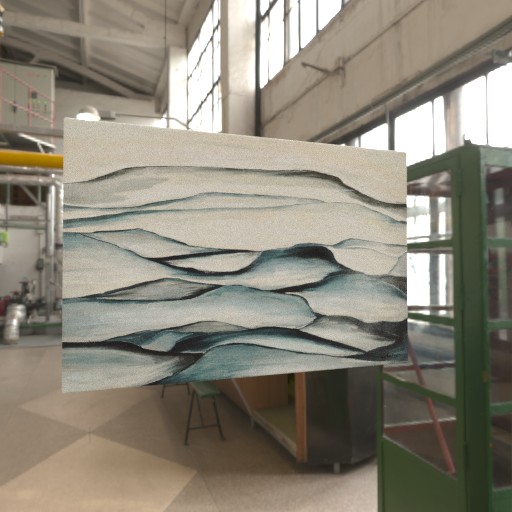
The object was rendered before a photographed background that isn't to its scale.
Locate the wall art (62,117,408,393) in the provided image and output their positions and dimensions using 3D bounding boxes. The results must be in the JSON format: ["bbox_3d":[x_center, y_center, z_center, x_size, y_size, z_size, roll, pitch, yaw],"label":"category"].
[{"bbox_3d":[0.000,0.000,1.144,0.914,0.609,0.039,0,-1,-19],"label":"wall art"}]
